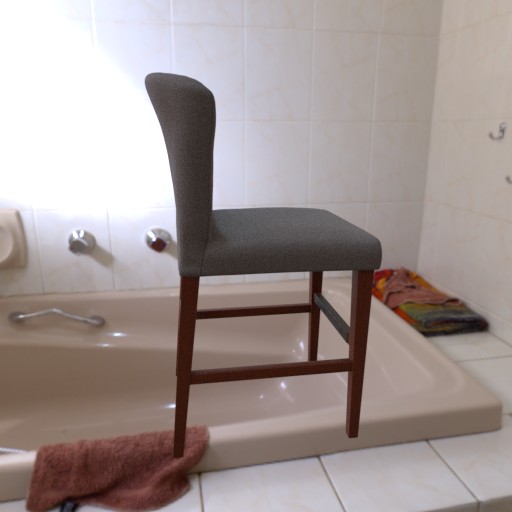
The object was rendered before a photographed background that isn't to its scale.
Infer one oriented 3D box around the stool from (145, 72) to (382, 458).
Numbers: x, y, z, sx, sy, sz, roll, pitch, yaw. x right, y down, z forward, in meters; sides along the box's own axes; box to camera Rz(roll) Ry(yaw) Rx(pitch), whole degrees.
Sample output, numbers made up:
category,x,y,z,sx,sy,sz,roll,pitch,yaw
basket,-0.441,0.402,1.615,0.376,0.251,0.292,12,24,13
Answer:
category,x,y,z,sx,sy,sz,roll,pitch,yaw
stool,0.000,0.000,1.287,0.568,0.968,0.481,-2,16,-9
